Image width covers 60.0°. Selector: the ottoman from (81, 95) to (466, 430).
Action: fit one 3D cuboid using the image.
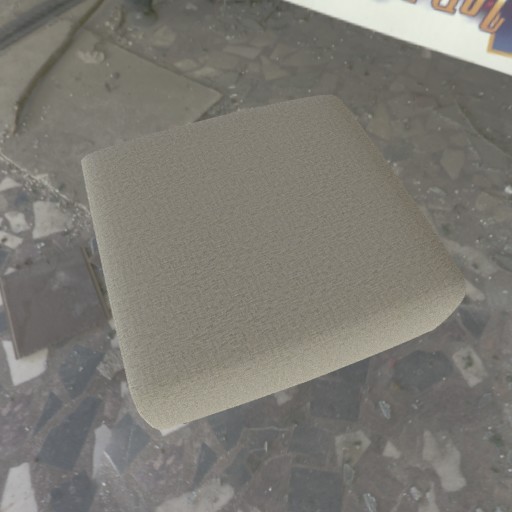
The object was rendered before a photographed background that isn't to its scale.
[{"bbox_3d":[0.000,0.000,1.071,0.655,0.399,0.648,-17,60,-10],"label":"ottoman"}]
